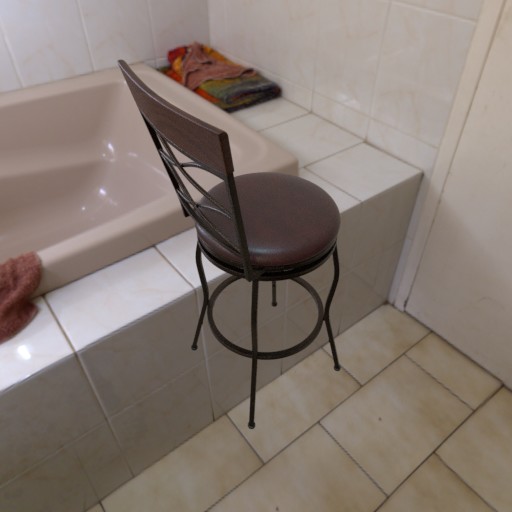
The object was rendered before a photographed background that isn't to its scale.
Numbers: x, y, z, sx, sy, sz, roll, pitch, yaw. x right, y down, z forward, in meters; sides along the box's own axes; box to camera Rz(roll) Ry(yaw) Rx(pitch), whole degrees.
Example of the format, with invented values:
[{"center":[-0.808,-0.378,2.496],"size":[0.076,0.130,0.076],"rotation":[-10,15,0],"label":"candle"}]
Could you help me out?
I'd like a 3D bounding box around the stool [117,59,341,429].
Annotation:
[{"center":[0.000,0.000,1.364],"size":[0.513,1.130,0.448],"rotation":[-25,48,-25],"label":"stool"}]
